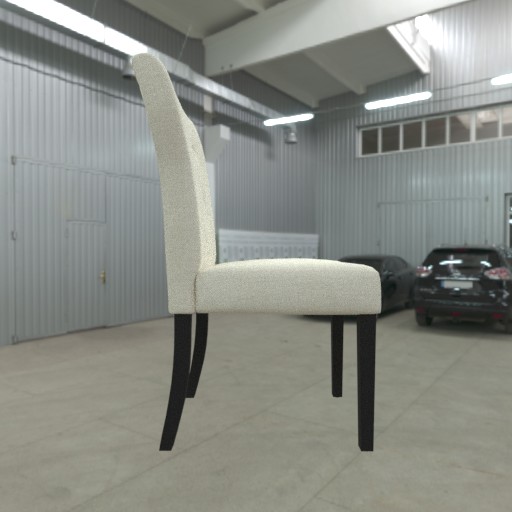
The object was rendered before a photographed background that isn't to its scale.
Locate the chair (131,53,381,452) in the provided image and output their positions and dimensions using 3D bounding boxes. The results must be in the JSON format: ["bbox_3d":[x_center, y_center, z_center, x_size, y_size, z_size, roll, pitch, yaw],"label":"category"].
[{"bbox_3d":[0.000,0.000,1.243,0.597,0.921,0.509,0,1,0],"label":"chair"}]
